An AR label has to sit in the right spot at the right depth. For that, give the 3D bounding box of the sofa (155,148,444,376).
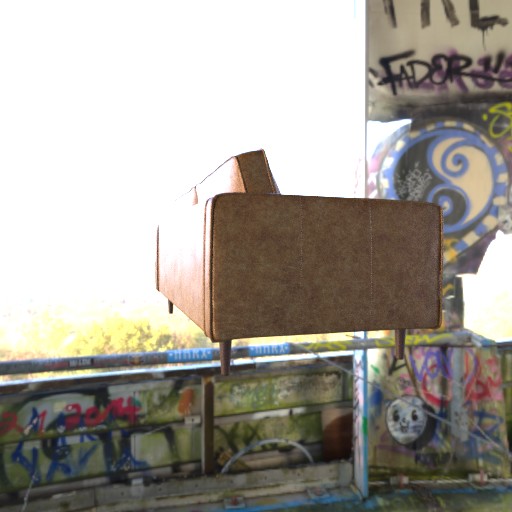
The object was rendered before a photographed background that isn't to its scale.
[{"bbox_3d":[0.000,0.000,2.446,0.924,0.825,1.920,0,1,-18],"label":"sofa"}]
